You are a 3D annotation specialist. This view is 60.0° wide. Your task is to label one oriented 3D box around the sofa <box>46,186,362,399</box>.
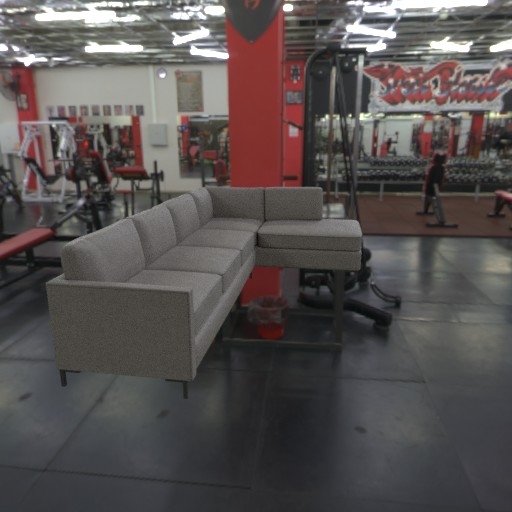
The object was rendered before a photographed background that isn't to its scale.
[{"bbox_3d":[0.000,0.000,4.196,2.077,0.964,3.331,3,16,9],"label":"sofa"}]
